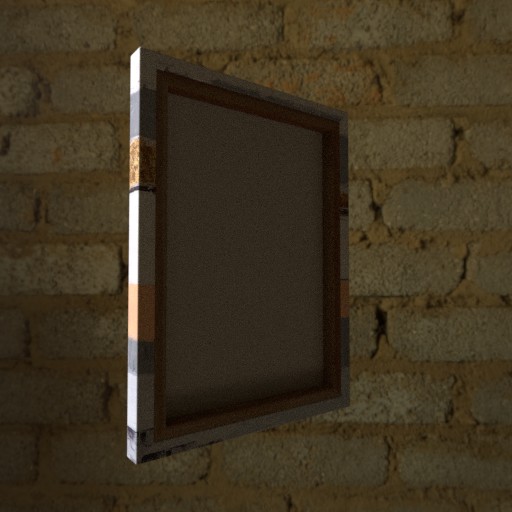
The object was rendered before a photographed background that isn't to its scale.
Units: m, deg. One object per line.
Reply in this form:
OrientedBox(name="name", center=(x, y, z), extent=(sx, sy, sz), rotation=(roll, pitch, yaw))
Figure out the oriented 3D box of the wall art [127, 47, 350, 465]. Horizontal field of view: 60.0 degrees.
OrientedBox(name="wall art", center=(0.000, 0.000, 0.794), extent=(0.456, 0.609, 0.038), rotation=(1, -2, -37))
